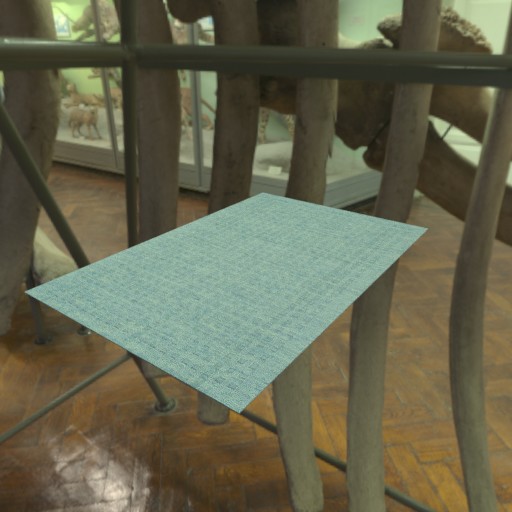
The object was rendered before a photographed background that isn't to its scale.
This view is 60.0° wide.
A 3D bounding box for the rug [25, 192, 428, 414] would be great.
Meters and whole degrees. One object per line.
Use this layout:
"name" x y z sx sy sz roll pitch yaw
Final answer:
"rug" 0.000 0.000 2.894 1.522 0.006 2.286 18 31 32
